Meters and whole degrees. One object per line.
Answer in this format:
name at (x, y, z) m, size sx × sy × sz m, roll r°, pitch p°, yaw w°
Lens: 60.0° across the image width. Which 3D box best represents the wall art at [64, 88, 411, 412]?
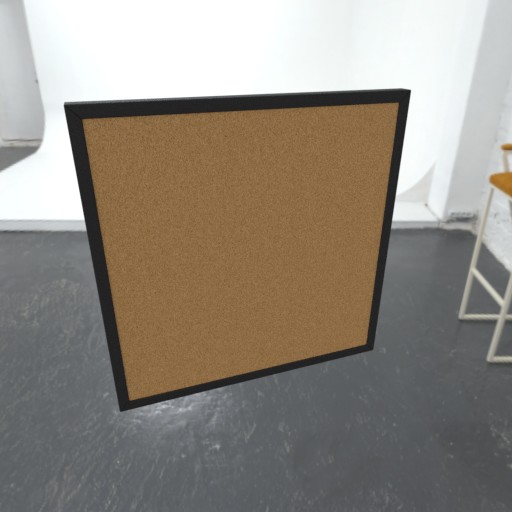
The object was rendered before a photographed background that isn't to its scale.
wall art at (0.000, 0.000, 1.112) m, size 0.763 × 0.763 × 0.037 m, roll -9°, pitch 28°, yaw -17°
